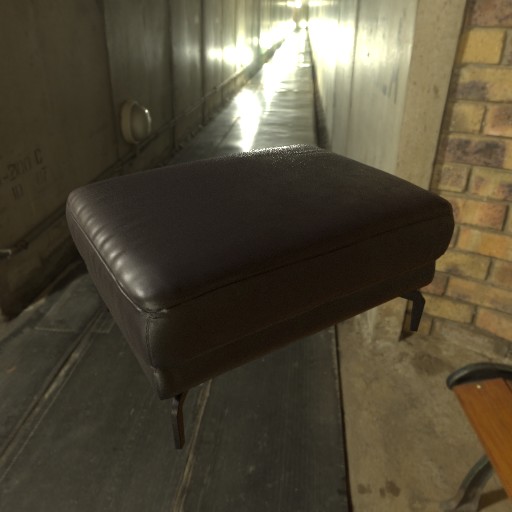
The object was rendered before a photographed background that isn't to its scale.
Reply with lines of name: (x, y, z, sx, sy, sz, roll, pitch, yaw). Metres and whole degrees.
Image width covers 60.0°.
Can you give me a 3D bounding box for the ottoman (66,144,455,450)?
ottoman: (0.000, 0.000, 1.091, 0.764, 0.402, 0.570, -17, 34, -27)
